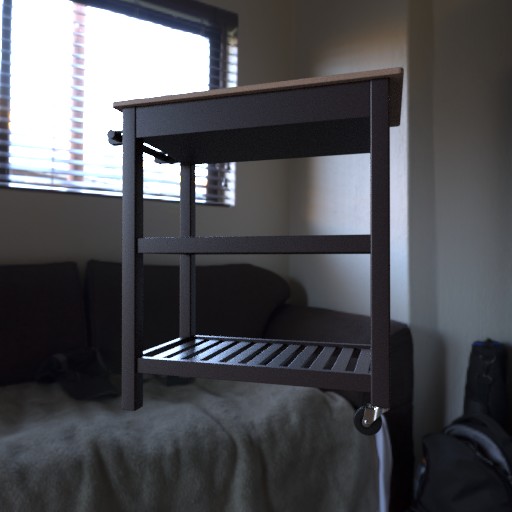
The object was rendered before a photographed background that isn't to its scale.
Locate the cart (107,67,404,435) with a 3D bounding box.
[{"bbox_3d":[0.000,0.000,1.436,0.899,0.927,0.457,0,-1,17],"label":"cart"}]
